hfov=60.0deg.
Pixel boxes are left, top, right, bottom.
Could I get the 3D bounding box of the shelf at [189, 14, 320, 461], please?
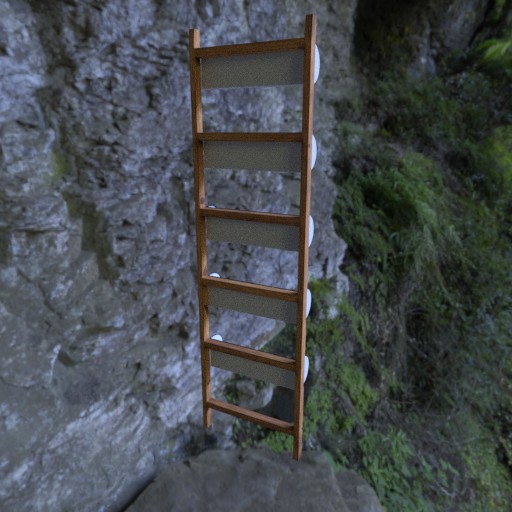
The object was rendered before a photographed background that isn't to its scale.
[{"bbox_3d":[0.000,0.000,1.703,0.454,1.600,0.141,8,18,27],"label":"shelf"}]
